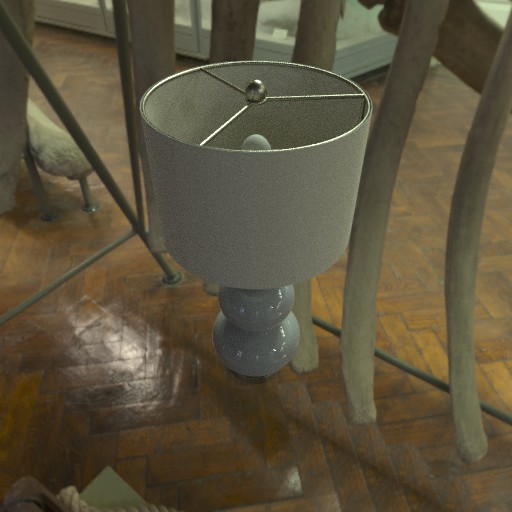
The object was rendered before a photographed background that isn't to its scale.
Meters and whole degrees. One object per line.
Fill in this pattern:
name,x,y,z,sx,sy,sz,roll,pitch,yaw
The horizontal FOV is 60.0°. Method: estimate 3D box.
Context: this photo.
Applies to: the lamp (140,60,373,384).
lamp,0.000,0.000,0.933,0.367,0.730,0.367,26,47,27
